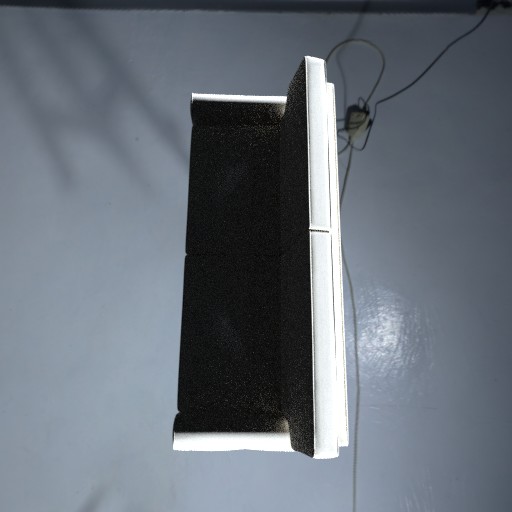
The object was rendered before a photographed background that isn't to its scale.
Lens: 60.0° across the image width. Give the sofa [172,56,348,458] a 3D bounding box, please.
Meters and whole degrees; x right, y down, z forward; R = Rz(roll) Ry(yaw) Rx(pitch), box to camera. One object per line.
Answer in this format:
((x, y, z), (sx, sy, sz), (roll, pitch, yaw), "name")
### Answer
((0.000, 0.000, 2.481), (0.862, 0.937, 2.021), (1, 75, 0), "sofa")
